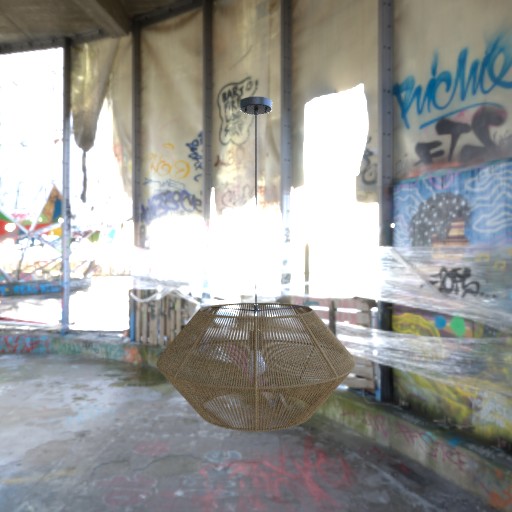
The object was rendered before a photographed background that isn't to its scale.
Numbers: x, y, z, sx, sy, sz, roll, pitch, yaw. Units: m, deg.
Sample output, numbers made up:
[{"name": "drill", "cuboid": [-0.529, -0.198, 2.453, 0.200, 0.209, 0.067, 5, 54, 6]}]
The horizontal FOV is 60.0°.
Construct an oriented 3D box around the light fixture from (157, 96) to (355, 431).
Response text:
[{"name": "light fixture", "cuboid": [0.000, 0.000, 1.457, 0.643, 1.009, 0.643, 0, 0, 0]}]
